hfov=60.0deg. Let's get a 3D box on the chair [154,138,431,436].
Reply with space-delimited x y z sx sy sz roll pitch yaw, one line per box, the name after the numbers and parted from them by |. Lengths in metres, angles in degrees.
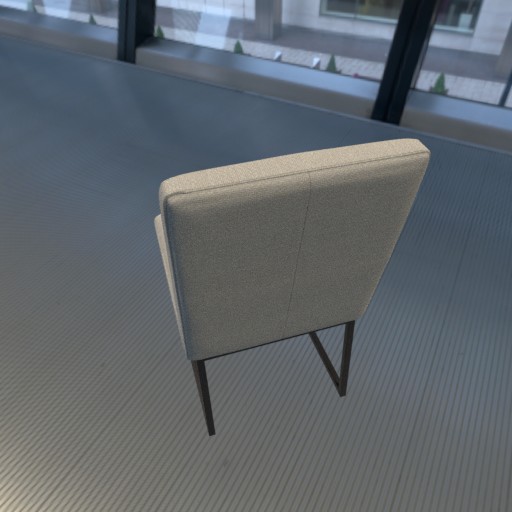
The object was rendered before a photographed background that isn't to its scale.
0.000 0.000 1.286 0.520 0.930 0.634 -12 43 -13 | chair
